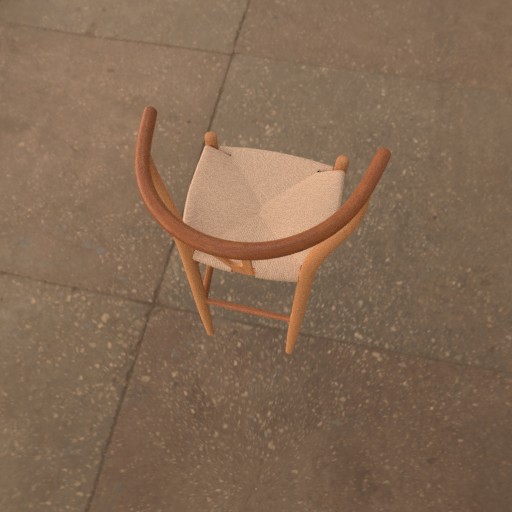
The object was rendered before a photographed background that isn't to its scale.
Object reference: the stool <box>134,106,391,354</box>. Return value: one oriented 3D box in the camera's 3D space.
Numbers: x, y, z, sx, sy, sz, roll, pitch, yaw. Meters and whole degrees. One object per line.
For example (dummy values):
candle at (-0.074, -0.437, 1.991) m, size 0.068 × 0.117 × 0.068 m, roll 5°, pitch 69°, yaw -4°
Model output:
stool at (0.000, 0.000, 1.381) m, size 0.574 × 1.068 × 0.561 m, roll 12°, pitch 63°, yaw 6°
